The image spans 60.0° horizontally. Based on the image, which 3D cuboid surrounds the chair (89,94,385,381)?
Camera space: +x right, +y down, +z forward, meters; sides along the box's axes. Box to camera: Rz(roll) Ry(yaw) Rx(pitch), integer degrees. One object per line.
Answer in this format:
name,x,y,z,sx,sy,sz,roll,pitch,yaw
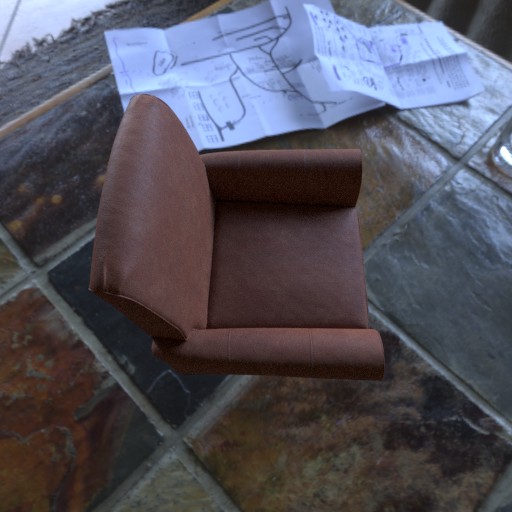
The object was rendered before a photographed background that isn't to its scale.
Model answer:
chair,0.000,0.000,1.762,0.902,1.061,0.978,1,62,1
